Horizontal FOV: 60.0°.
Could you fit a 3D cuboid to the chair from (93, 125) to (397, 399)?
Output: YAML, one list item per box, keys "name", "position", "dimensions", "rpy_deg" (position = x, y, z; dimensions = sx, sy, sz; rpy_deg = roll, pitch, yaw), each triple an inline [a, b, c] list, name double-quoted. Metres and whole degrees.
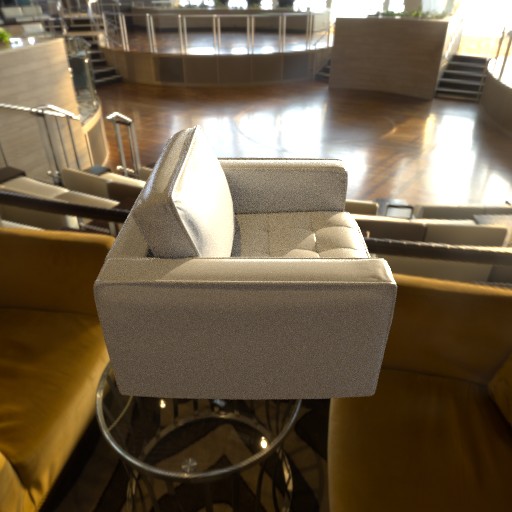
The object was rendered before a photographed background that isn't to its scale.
- name: "chair"
  position: [0.000, 0.000, 1.596]
  dimensions: [0.843, 0.773, 0.928]
  rpy_deg: [0, 33, 0]
